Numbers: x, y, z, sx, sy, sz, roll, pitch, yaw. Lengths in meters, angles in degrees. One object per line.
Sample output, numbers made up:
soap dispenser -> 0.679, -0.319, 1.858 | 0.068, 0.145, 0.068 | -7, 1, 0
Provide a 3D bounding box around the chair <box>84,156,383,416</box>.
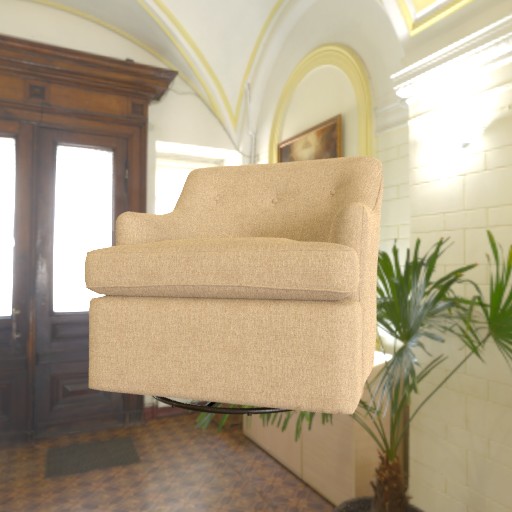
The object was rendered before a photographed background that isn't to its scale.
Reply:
chair -> 0.000, 0.000, 1.588 | 0.864, 0.856, 0.923 | 0, -1, 18
